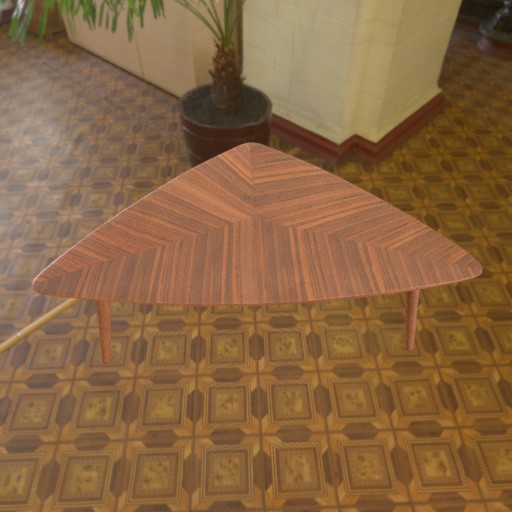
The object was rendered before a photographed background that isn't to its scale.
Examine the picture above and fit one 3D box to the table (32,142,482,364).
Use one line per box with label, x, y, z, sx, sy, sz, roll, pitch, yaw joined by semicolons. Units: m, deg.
table;0.000;0.000;1.275;1.008;0.365;0.601;-2;48;-2
